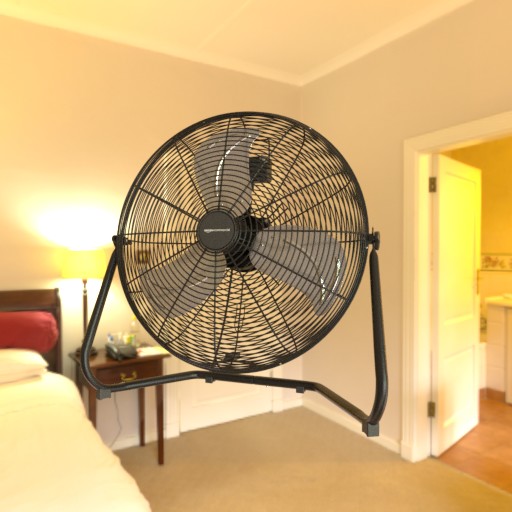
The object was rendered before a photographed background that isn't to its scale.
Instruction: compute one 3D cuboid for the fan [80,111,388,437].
[{"bbox_3d":[0.000,0.000,0.931,0.555,0.546,0.424,0,1,19],"label":"fan"}]
